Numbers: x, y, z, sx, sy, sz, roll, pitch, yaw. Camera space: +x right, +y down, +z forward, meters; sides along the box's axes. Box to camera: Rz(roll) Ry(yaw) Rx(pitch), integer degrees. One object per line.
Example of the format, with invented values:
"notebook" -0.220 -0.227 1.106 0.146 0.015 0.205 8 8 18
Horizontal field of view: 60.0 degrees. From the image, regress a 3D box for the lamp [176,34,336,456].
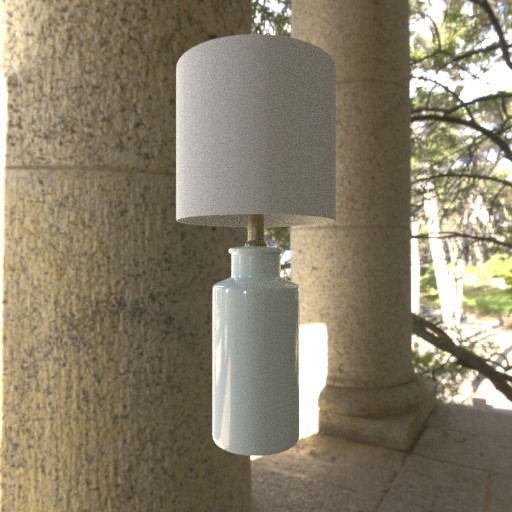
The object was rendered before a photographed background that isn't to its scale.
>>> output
"lamp" 0.000 0.000 0.597 0.212 0.493 0.212 0 0 1
